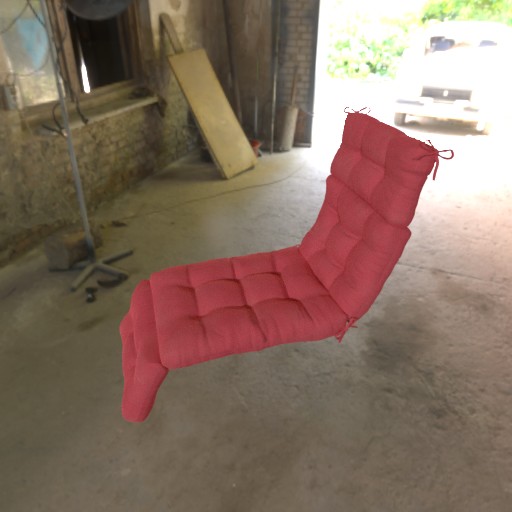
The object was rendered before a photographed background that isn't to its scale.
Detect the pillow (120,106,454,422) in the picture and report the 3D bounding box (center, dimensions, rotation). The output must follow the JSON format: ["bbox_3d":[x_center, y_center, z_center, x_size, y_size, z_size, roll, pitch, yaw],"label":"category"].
[{"bbox_3d":[0.000,0.000,1.519,1.016,0.863,0.526,-8,32,-13],"label":"pillow"}]
